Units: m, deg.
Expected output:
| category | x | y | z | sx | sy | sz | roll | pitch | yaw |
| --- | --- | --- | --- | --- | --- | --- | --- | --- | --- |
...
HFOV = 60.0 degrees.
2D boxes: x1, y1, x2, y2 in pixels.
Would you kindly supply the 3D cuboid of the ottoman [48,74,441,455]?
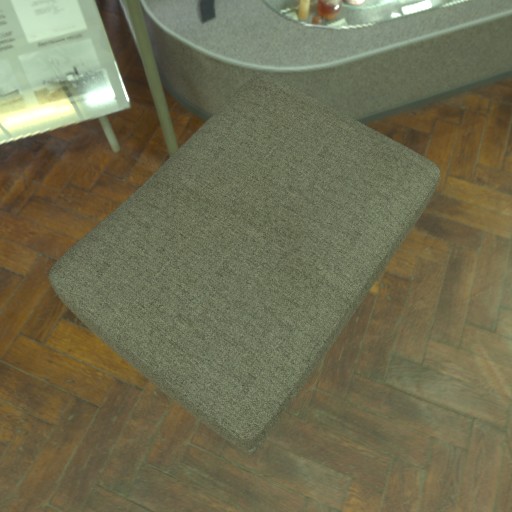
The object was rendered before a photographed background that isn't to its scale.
| category | x | y | z | sx | sy | sz | roll | pitch | yaw |
| --- | --- | --- | --- | --- | --- | --- | --- | --- | --- |
| ottoman | 0.000 | 0.000 | 1.271 | 0.637 | 0.478 | 0.885 | 34 | 68 | 16 |
